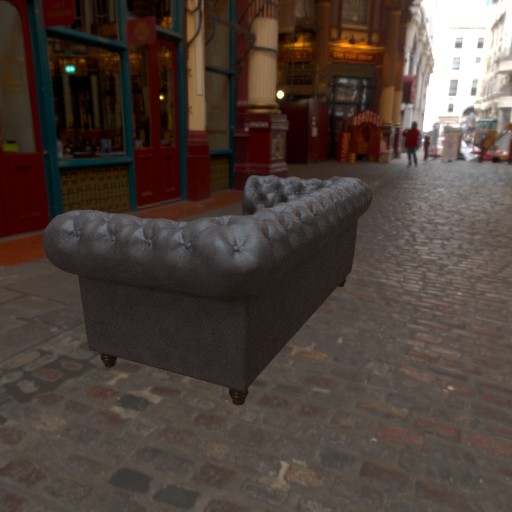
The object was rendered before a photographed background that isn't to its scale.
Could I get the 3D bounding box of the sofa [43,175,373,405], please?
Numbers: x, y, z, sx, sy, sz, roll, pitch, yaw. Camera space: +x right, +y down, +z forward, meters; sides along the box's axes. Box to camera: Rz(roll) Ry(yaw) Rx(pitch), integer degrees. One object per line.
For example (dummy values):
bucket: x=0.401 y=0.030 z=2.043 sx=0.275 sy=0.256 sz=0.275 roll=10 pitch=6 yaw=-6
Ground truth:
sofa: x=0.000 y=0.000 z=2.523 sx=0.944 sy=0.779 sz=2.048 roll=7 pitch=17 yaw=25
